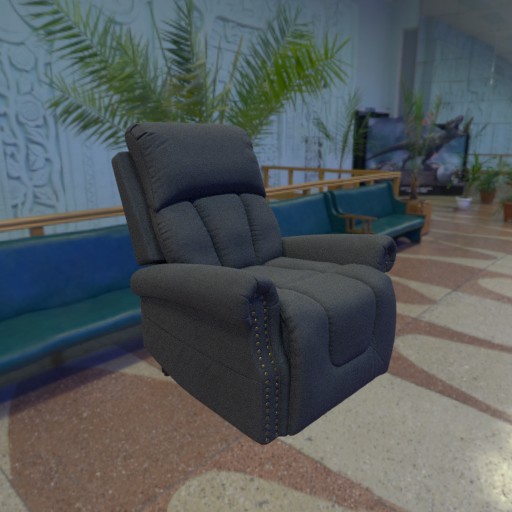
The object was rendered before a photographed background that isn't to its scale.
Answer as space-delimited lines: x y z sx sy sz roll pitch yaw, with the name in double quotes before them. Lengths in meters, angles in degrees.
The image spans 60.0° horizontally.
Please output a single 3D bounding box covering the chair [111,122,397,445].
"chair" 0.000 0.000 1.761 0.979 1.031 0.871 14 20 43
